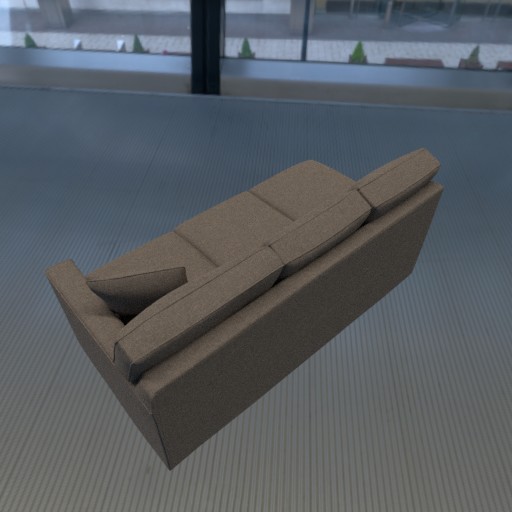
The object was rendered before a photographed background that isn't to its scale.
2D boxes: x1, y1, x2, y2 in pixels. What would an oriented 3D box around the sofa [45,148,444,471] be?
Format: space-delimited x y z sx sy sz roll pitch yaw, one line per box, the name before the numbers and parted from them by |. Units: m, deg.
sofa | 0.000 0.000 2.512 1.963 0.946 1.034 -31 52 -28
